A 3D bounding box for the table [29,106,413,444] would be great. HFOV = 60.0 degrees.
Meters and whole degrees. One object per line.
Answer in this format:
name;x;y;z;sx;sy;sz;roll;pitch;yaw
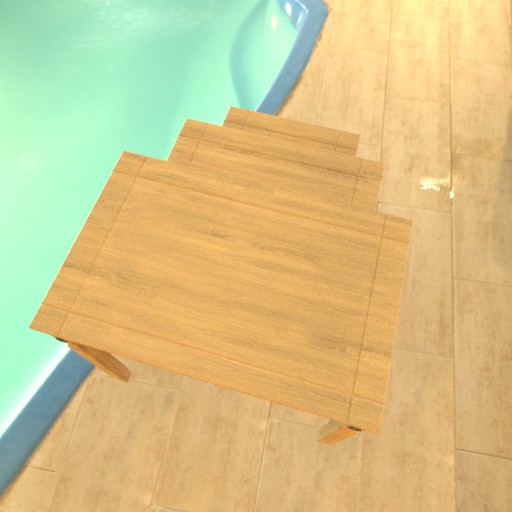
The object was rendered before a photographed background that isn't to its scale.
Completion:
table;0.000;0.000;1.188;0.660;0.535;0.773;15;65;7
